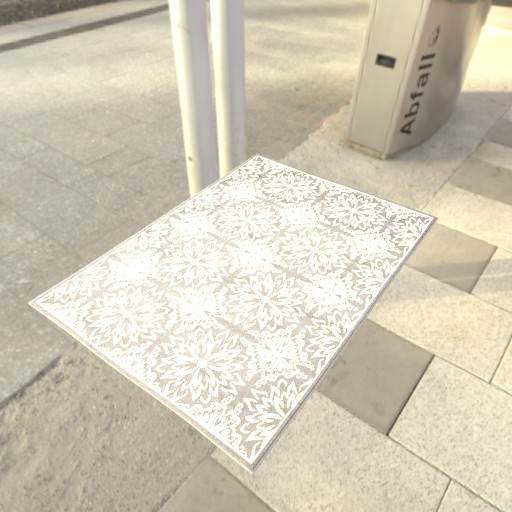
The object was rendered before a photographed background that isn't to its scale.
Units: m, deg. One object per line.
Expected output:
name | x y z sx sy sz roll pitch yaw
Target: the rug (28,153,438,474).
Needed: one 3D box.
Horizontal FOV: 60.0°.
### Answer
rug | 0.000 0.000 2.845 1.608 0.014 2.213 26 47 27
